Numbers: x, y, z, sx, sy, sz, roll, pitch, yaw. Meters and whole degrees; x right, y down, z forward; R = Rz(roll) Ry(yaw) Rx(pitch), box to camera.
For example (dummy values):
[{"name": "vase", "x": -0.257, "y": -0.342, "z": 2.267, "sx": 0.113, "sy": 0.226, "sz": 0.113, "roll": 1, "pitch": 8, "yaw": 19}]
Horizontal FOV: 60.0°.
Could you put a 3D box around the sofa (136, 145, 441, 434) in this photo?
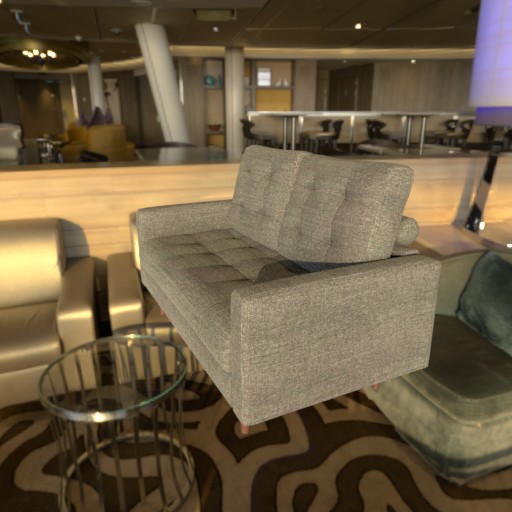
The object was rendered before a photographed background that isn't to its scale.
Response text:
[{"name": "sofa", "x": 0.000, "y": 0.000, "z": 2.026, "sx": 0.842, "sy": 0.907, "sz": 1.407, "roll": -9, "pitch": 20, "yaw": -25}]
